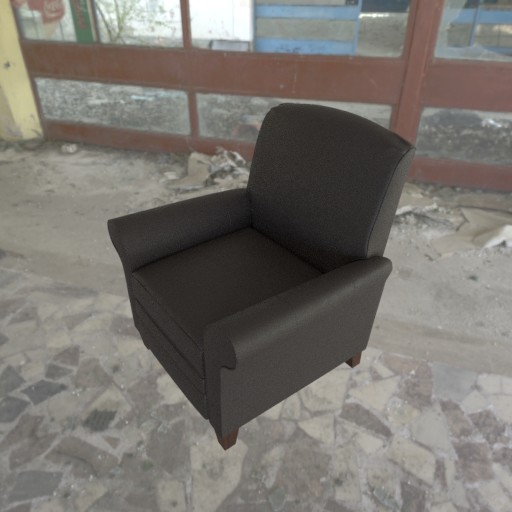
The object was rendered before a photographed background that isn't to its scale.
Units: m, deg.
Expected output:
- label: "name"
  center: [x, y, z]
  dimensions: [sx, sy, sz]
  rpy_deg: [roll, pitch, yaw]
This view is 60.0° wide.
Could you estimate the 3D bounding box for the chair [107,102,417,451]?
- label: "chair"
  center: [0.000, 0.000, 1.829]
  dimensions: [0.902, 1.061, 0.978]
  rpy_deg: [-22, 38, -30]
